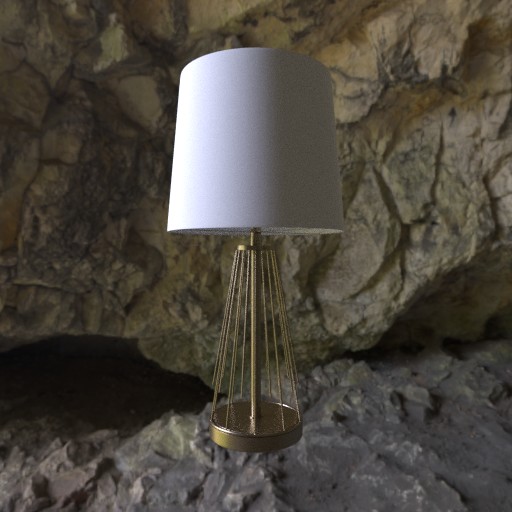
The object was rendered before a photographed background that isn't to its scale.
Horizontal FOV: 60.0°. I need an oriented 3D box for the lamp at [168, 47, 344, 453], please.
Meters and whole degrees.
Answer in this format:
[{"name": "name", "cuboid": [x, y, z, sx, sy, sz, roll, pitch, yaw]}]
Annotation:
[{"name": "lamp", "cuboid": [0.000, 0.000, 0.774, 0.303, 0.618, 0.303, 0, 0, 0]}]
